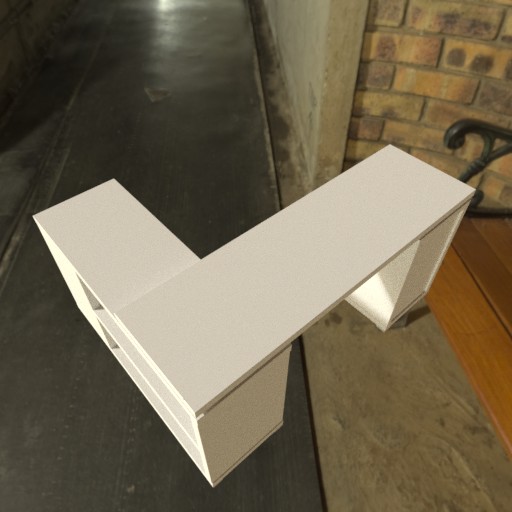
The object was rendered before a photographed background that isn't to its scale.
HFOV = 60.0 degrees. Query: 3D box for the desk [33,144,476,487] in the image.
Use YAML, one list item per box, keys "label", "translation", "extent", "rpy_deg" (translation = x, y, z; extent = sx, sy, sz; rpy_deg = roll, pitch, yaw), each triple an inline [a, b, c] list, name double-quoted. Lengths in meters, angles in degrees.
- label: "desk"
  translation: [0.000, 0.000, 2.191]
  extent: [1.524, 0.753, 1.200]
  rpy_deg: [-33, 56, -26]
